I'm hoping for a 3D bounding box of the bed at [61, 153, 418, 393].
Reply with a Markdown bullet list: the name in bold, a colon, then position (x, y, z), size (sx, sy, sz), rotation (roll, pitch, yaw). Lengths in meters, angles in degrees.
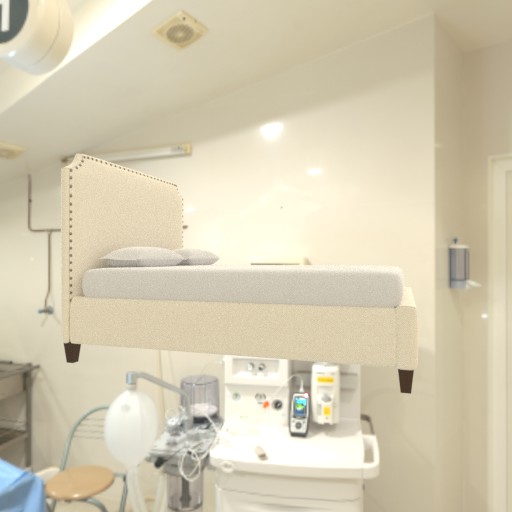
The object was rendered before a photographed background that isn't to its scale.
- **bed**: position (0.000, 0.000, 3.527), size (2.372, 1.497, 1.712), rotation (0, 0, 18)
